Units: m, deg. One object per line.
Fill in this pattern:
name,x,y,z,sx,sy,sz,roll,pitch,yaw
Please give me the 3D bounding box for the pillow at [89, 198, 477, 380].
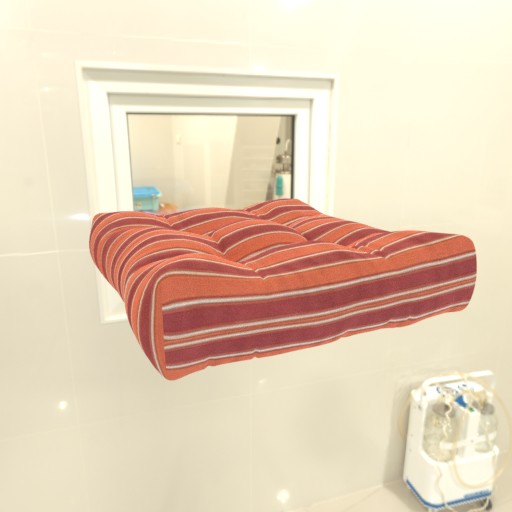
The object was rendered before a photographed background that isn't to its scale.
pillow,0.000,0.000,0.720,0.468,0.133,0.490,-7,17,-25
